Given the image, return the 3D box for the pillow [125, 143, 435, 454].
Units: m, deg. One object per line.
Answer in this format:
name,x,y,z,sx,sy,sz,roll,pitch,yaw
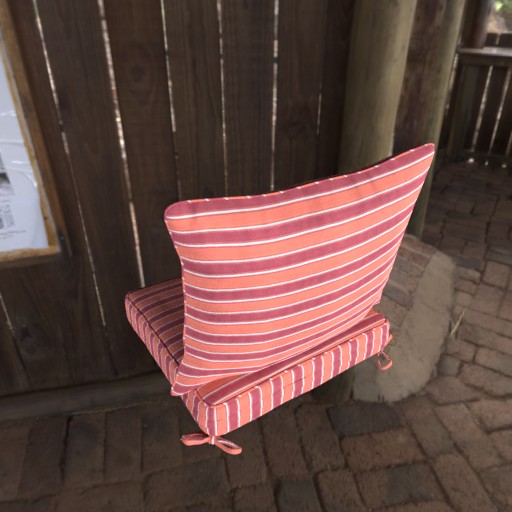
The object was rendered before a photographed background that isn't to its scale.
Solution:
pillow,0.000,0.000,1.388,0.799,0.723,0.733,-18,34,-29
